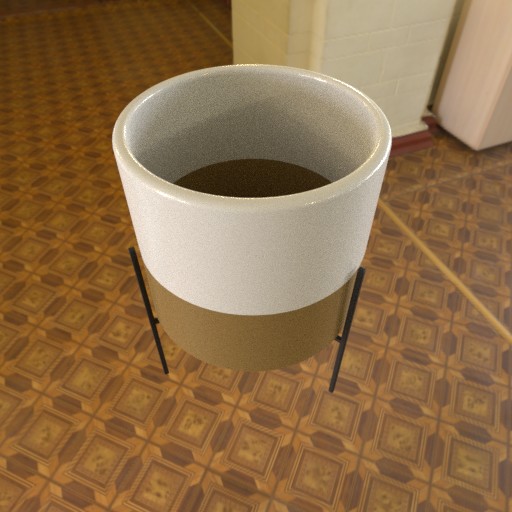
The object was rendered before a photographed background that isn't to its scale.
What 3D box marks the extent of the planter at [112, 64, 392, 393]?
[{"bbox_3d":[0.000,0.000,0.639,0.310,0.432,0.310,16,48,15],"label":"planter"}]
